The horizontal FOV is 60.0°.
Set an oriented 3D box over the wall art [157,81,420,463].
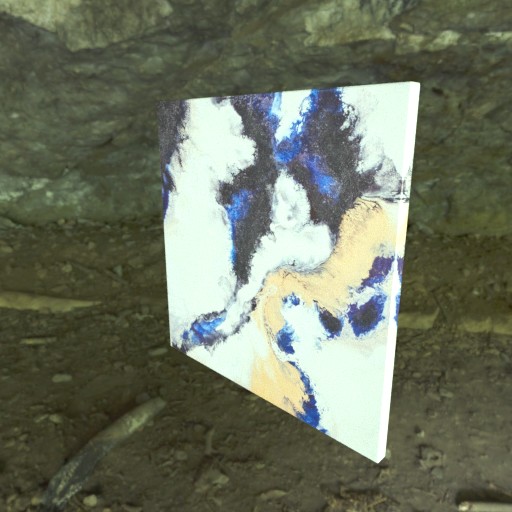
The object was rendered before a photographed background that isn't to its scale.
[{"bbox_3d":[0.000,0.000,1.289,0.887,0.885,0.038,15,22,43],"label":"wall art"}]
